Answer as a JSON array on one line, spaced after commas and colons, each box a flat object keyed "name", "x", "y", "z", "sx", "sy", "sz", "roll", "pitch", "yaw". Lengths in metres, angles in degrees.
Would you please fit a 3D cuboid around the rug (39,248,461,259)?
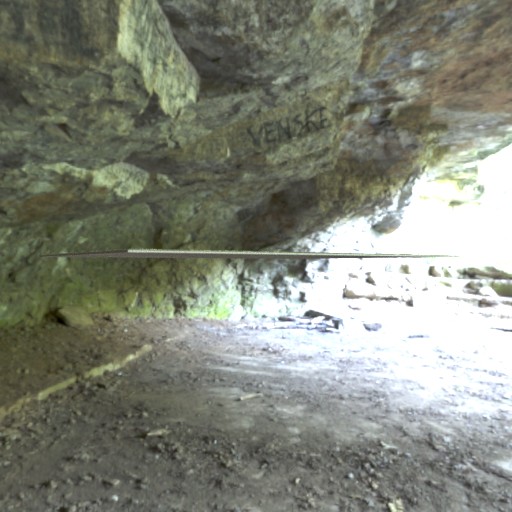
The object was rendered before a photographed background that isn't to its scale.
[{"name": "rug", "x": 0.000, "y": 0.000, "z": 2.293, "sx": 1.824, "sy": 0.012, "sz": 1.206, "roll": 1, "pitch": -1, "yaw": -37}]
